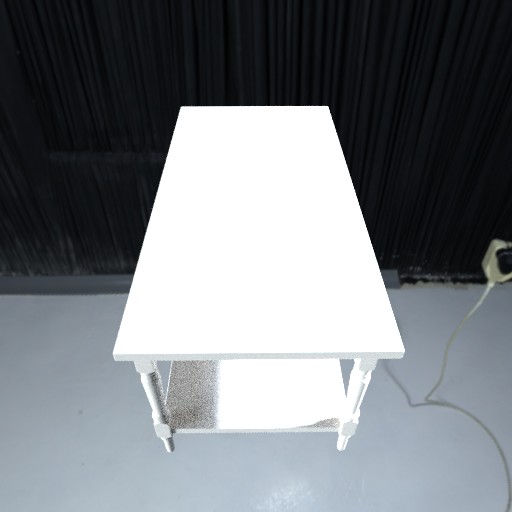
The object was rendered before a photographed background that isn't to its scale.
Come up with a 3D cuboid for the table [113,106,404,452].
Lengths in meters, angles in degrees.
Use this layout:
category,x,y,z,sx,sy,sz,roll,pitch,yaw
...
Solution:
category,x,y,z,sx,sy,sz,roll,pitch,yaw
table,0.000,0.000,1.413,0.550,0.510,1.107,0,42,0
